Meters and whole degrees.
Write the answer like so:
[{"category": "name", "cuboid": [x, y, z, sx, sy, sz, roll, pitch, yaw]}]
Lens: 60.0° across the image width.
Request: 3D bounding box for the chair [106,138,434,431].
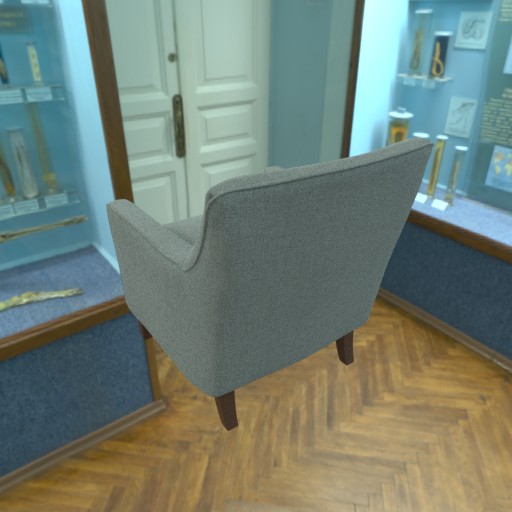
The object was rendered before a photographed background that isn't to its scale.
[{"category": "chair", "cuboid": [0.000, 0.000, 1.822, 0.887, 1.047, 0.993, -18, 34, -30]}]
